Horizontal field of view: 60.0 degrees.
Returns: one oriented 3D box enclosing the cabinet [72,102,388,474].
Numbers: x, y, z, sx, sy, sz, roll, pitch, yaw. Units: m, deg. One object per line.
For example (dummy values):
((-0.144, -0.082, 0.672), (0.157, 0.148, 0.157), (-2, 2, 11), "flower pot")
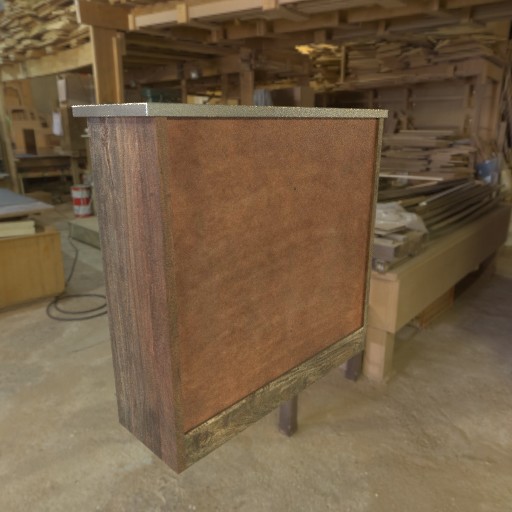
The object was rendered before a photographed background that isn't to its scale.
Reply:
((0.000, 0.000, 1.451), (0.338, 0.919, 0.968), (16, 23, 42), "cabinet")
